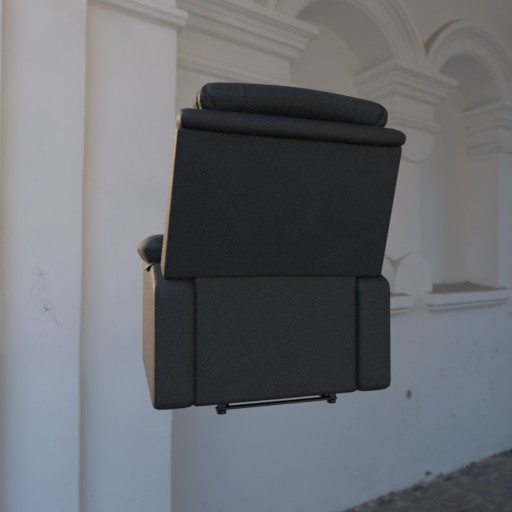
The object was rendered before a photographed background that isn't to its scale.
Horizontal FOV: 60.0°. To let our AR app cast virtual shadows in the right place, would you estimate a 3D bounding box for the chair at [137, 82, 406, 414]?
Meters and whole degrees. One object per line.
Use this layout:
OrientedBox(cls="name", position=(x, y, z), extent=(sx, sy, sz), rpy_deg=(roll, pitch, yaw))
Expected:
OrientedBox(cls="chair", position=(0.000, 0.000, 1.673), extent=(0.855, 0.992, 0.919), rpy_deg=(0, -1, -17))
